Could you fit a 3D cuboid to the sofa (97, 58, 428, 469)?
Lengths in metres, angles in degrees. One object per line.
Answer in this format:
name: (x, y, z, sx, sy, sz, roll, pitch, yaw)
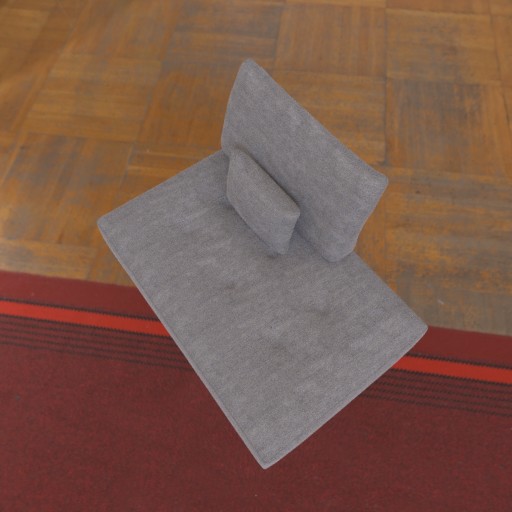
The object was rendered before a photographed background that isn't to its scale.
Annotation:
sofa: (0.000, 0.000, 2.016, 1.002, 0.820, 1.450, -34, 67, -17)
